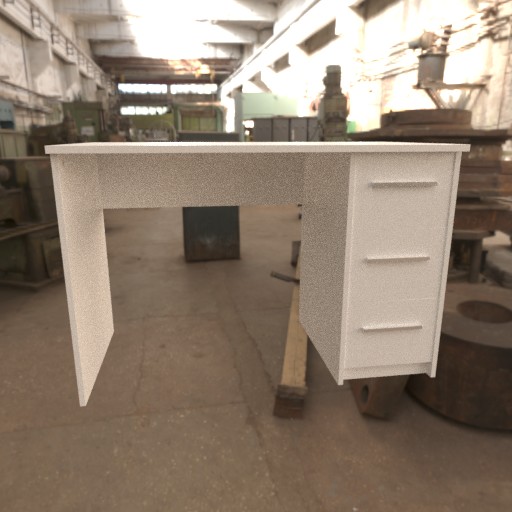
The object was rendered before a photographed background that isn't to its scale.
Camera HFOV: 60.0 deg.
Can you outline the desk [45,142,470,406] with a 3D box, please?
[{"bbox_3d":[0.000,0.000,1.491,1.097,0.735,0.560,-2,15,-8],"label":"desk"}]
